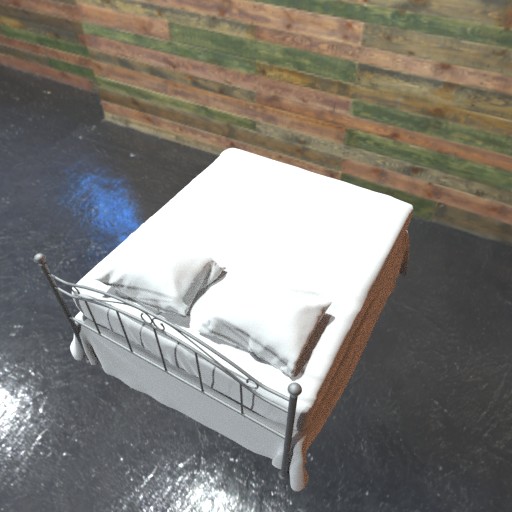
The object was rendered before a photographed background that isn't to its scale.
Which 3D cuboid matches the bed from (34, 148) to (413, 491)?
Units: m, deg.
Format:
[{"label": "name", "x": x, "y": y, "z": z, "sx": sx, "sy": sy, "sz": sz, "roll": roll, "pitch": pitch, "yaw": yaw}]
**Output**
[{"label": "bed", "x": 0.000, "y": 0.000, "z": 3.200, "sx": 1.936, "sy": 1.080, "sz": 2.215, "roll": 22, "pitch": 50, "yaw": 20}]
